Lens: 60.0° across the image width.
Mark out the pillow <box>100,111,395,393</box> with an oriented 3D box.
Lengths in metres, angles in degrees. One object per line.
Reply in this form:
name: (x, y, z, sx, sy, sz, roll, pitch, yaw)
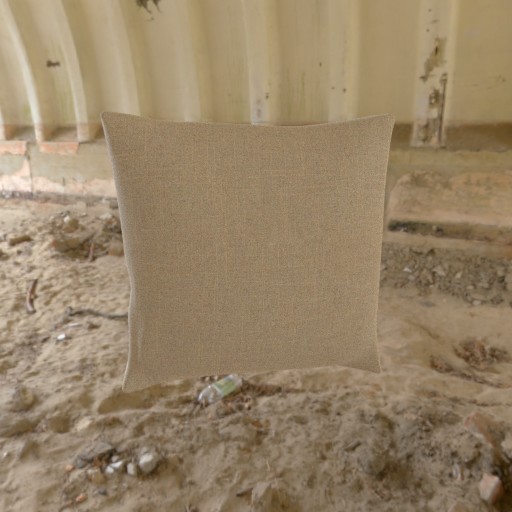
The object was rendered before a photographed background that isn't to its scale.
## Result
pillow: (0.000, 0.000, 0.794, 0.496, 0.491, 0.219, -2, 15, -9)
